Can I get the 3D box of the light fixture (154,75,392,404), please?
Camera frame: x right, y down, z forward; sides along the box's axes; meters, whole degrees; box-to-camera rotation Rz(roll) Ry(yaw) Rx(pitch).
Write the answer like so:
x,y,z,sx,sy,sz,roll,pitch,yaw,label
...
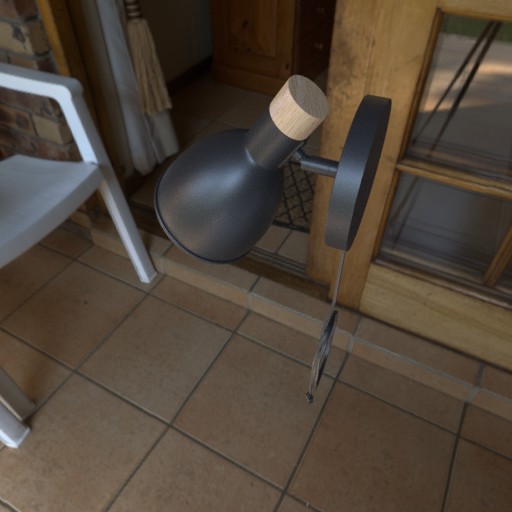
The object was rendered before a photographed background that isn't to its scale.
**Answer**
x,y,z,sx,sy,sz,roll,pitch,yaw,label
0.000,0.000,0.483,0.203,0.401,0.127,16,47,16,light fixture
